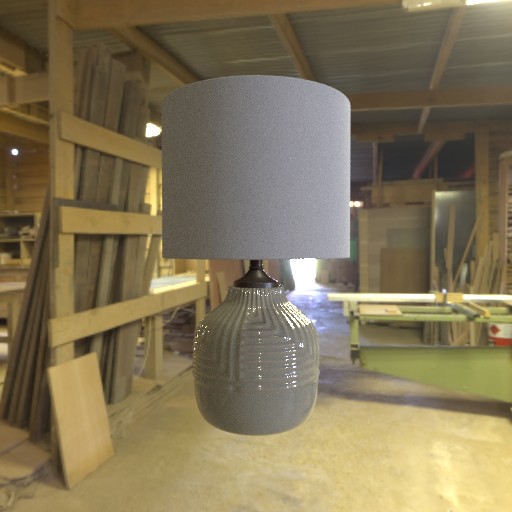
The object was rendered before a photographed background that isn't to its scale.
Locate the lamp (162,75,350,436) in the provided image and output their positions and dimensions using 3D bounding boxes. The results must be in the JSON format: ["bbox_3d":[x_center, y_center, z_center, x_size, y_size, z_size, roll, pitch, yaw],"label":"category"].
[{"bbox_3d":[0.000,0.000,0.767,0.318,0.567,0.318,0,1,0],"label":"lamp"}]
